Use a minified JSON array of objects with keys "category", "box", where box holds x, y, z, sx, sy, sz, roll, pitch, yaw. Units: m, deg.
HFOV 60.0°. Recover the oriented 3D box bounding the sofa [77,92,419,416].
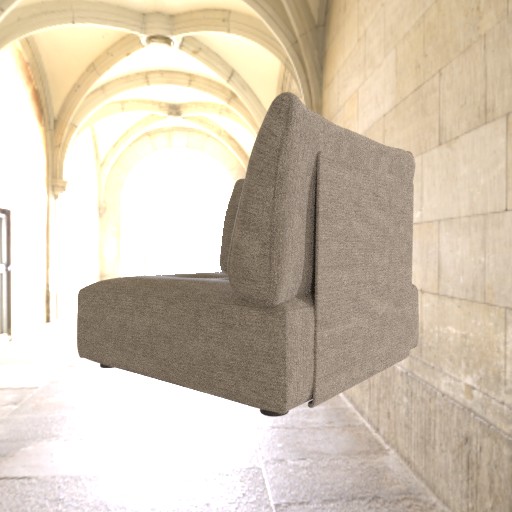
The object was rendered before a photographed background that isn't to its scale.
[{"category":"sofa","box":[0.000,0.000,1.735,1.000,0.820,1.000,1,1,38]}]
